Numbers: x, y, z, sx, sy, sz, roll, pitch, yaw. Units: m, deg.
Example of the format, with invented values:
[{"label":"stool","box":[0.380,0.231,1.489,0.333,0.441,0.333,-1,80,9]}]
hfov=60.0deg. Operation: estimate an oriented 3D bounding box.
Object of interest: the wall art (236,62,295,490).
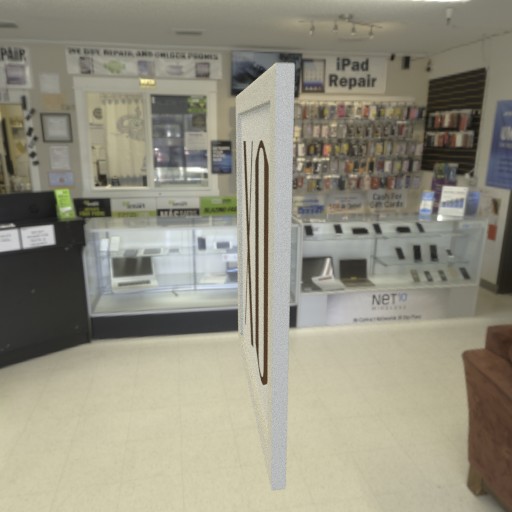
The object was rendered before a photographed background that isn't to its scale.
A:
[{"label":"wall art","box":[0.000,0.000,0.741,0.020,0.536,0.444,-2,16,-8]}]
